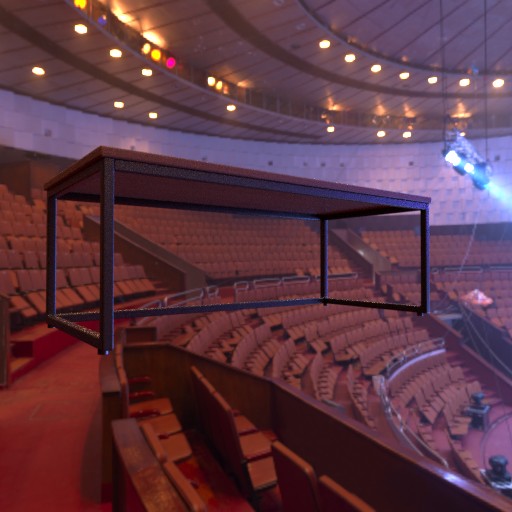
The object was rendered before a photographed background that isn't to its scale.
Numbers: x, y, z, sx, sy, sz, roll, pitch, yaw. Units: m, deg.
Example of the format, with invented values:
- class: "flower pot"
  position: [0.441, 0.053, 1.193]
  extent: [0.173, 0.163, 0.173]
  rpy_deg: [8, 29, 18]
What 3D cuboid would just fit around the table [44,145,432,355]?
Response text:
- class: "table"
  position: [0.000, 0.000, 1.358]
  extent: [1.100, 0.400, 0.500]
  rpy_deg: [1, -1, -37]
